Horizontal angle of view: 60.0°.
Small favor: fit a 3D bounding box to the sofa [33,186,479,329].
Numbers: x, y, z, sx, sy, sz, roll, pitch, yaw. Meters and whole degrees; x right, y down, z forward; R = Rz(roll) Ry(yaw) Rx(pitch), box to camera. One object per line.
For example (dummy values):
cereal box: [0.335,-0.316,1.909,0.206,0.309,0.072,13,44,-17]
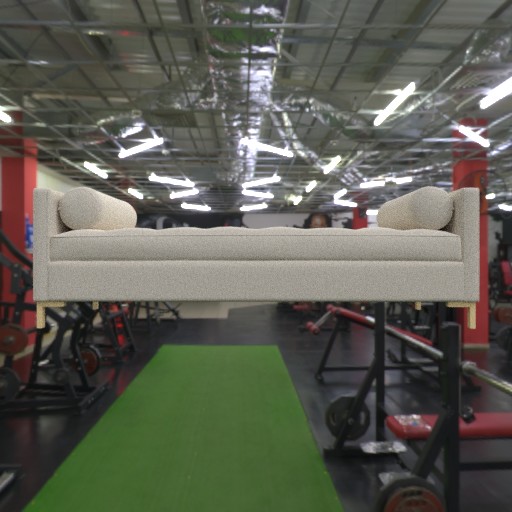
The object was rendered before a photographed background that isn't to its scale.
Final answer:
sofa: [0.000,0.000,2.309,1.985,0.641,0.746,0,0,0]
